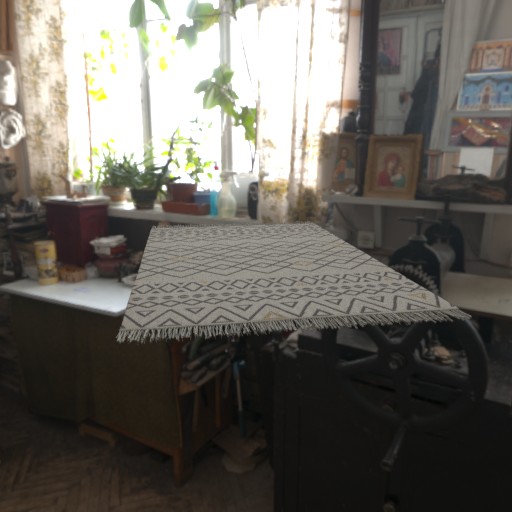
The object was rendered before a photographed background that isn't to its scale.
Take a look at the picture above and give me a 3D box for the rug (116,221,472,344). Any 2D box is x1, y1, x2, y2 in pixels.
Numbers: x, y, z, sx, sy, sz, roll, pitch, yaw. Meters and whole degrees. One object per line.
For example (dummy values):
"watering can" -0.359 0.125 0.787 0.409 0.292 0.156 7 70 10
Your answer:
"rug" 0.000 0.000 2.961 1.495 0.035 2.472 -2 14 -9
